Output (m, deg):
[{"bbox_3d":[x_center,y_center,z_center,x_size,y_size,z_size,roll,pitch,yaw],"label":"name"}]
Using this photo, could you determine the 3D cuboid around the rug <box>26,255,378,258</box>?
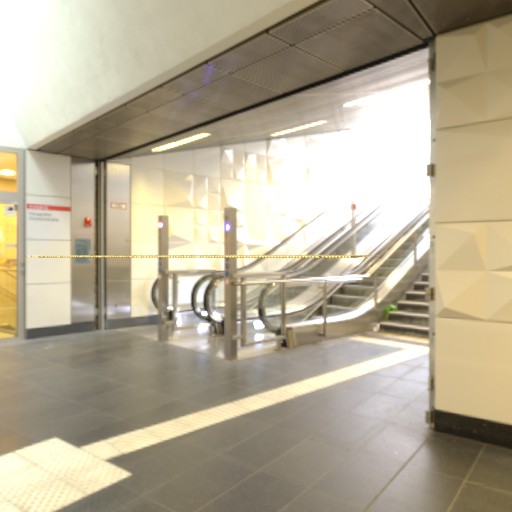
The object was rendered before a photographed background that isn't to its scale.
[{"bbox_3d":[0.000,0.000,3.030,1.529,0.010,2.440,0,0,18],"label":"rug"}]
